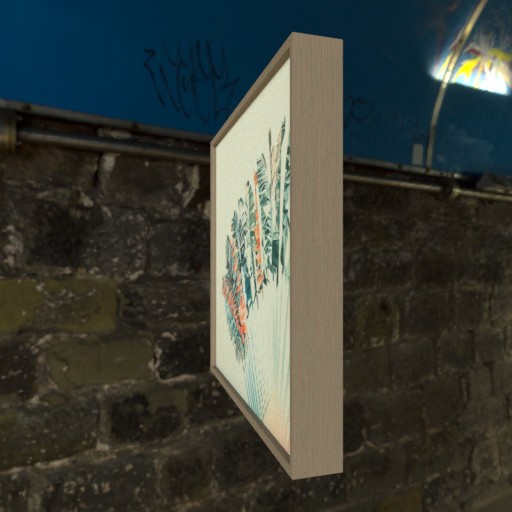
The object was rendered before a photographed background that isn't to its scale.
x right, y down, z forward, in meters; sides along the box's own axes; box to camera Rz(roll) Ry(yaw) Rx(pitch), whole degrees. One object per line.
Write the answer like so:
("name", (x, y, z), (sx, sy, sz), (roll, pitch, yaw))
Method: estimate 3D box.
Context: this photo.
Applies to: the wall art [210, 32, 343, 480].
("wall art", (0.000, 0.000, 0.451), (0.038, 0.303, 0.304), (0, 0, -16))
